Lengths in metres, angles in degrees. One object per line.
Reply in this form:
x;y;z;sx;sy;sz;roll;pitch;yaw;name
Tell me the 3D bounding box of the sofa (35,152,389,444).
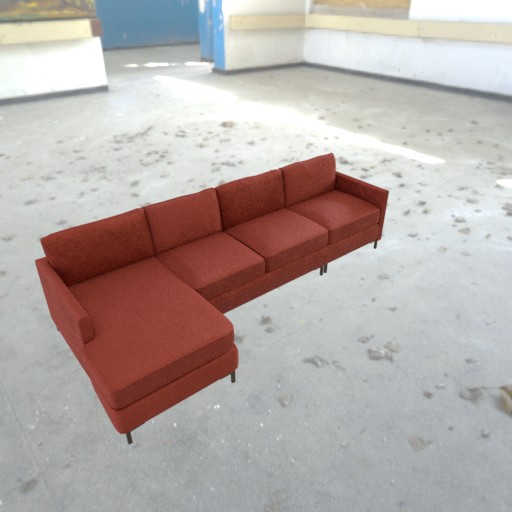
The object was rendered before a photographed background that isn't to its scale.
0.000;0.000;4.022;3.400;0.967;1.500;-23;38;-32;sofa
